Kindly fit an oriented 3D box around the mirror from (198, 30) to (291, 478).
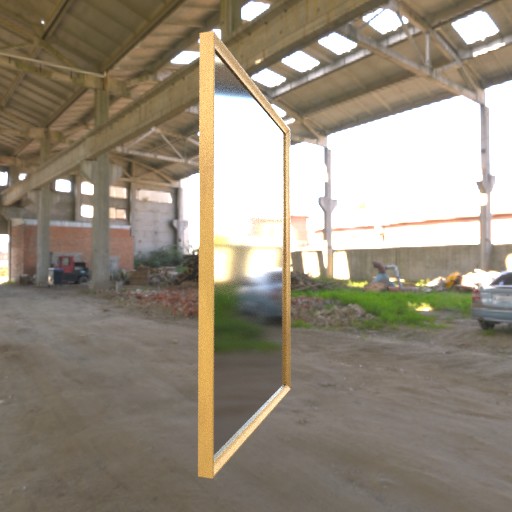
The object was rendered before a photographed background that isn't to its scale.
[{"bbox_3d":[0.000,0.000,1.373,0.041,1.016,0.762,0,-2,18],"label":"mirror"}]
